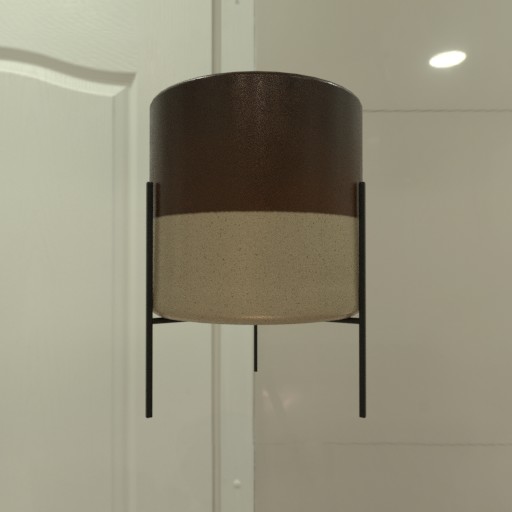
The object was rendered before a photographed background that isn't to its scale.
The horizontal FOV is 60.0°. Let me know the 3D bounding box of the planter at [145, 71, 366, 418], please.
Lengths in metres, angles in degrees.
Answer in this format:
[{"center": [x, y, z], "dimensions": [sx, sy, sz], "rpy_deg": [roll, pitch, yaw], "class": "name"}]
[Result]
[{"center": [0.000, 0.000, 0.731], "dimensions": [0.345, 0.465, 0.354], "rpy_deg": [0, -1, 0], "class": "planter"}]
